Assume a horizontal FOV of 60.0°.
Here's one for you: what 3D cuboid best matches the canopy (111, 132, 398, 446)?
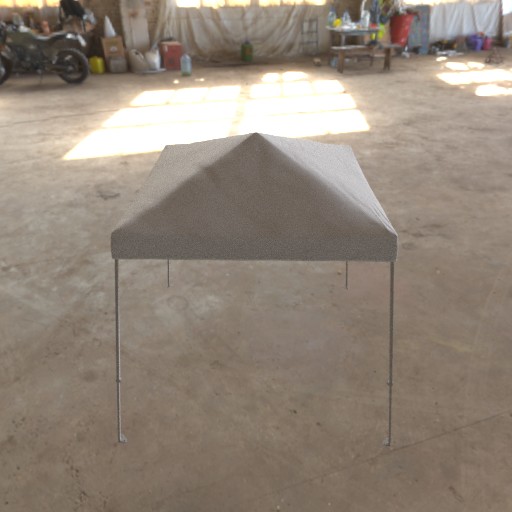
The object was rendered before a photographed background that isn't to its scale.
[{"bbox_3d":[0.000,0.000,5.076,2.848,2.849,2.849,0,32,1],"label":"canopy"}]
